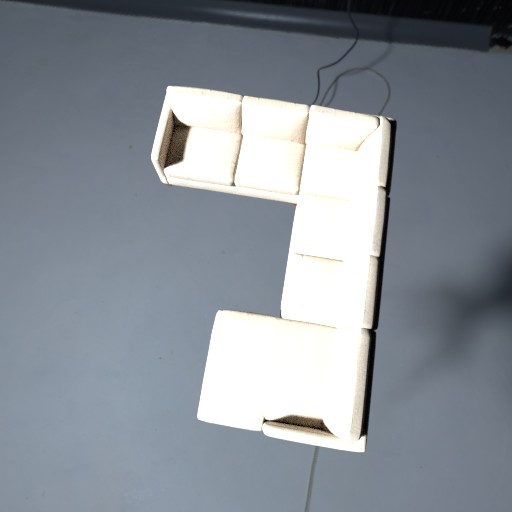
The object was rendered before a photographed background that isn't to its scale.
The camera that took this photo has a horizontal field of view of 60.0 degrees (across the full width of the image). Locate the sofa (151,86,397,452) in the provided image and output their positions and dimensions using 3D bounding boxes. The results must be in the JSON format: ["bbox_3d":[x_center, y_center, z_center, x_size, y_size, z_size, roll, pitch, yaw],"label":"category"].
[{"bbox_3d":[0.000,0.000,4.699,2.594,0.961,3.460,9,75,2],"label":"sofa"}]
